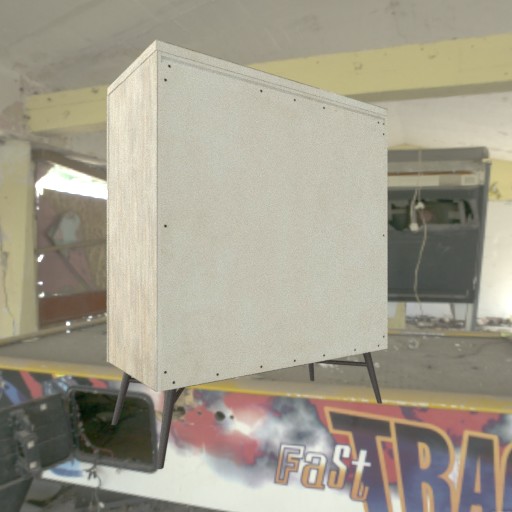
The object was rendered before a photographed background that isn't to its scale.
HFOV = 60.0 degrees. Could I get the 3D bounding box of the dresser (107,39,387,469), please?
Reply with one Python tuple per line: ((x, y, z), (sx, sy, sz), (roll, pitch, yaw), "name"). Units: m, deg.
((0.000, 0.000, 1.723), (1.016, 1.219, 0.457), (0, 0, -36), "dresser")
